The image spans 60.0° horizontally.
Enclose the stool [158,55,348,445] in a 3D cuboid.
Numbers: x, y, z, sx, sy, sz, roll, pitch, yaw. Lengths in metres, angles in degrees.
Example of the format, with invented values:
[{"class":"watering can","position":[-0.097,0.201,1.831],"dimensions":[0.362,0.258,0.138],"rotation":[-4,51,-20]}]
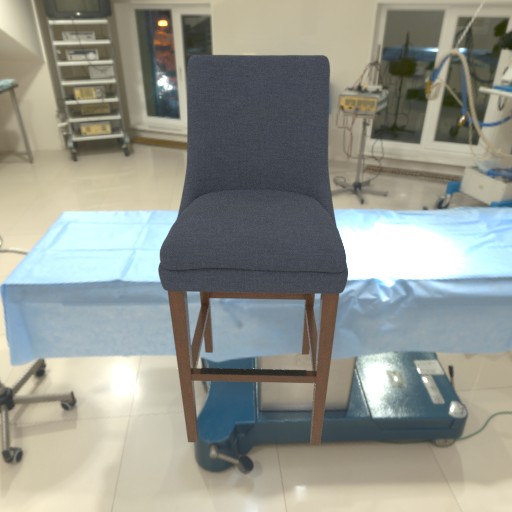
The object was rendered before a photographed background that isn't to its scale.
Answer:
[{"class":"stool","position":[0.000,0.000,1.355],"dimensions":[0.470,1.078,0.577],"rotation":[1,30,1]}]
